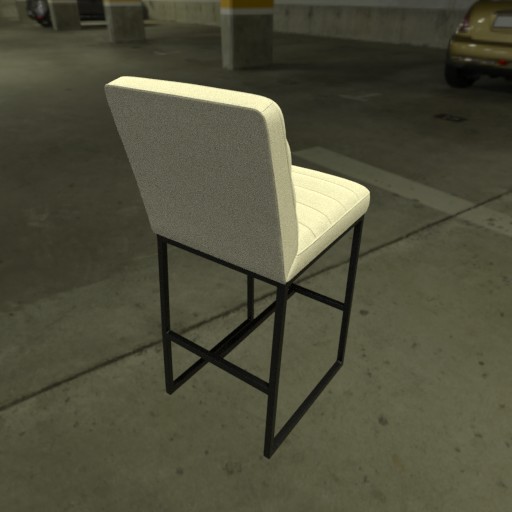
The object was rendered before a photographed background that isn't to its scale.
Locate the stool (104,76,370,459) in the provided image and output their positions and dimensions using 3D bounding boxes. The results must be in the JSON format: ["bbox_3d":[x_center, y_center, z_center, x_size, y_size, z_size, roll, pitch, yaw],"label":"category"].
[{"bbox_3d":[0.000,0.000,1.330,0.460,1.040,0.560,20,36,31],"label":"stool"}]
